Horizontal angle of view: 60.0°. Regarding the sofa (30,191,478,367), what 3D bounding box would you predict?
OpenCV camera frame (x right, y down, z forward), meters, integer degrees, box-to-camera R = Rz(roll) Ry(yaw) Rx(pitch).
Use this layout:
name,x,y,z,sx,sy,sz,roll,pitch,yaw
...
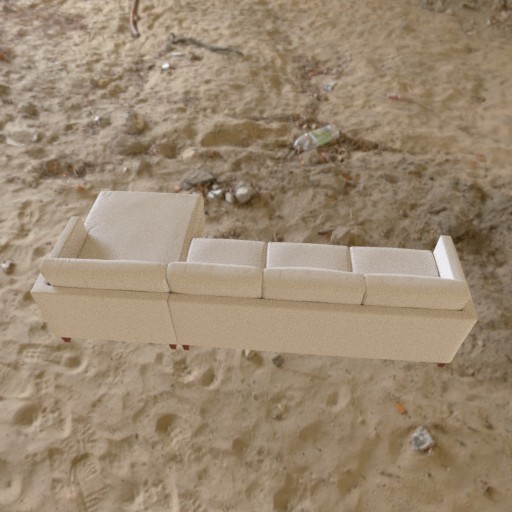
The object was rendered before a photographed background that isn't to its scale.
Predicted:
name,x,y,z,sx,sy,sz,roll,pitch,yaw
sofa,0.000,0.000,4.114,3.471,0.954,1.606,3,47,3
